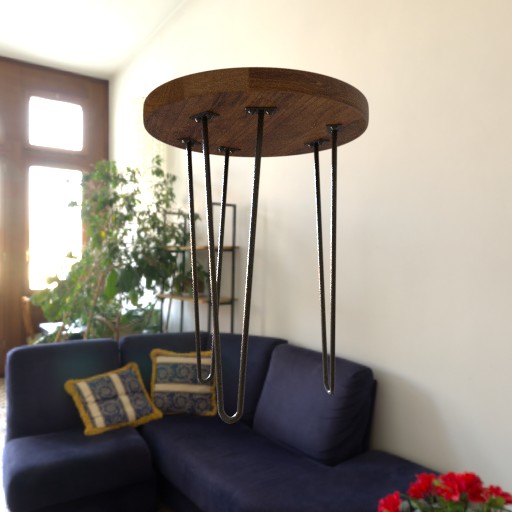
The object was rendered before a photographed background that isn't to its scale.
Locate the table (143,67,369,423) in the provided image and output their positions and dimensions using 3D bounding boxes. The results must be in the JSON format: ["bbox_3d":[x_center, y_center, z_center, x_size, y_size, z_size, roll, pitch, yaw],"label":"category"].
[{"bbox_3d":[0.000,0.000,0.808,0.400,0.520,0.400,0,0,0],"label":"table"}]
